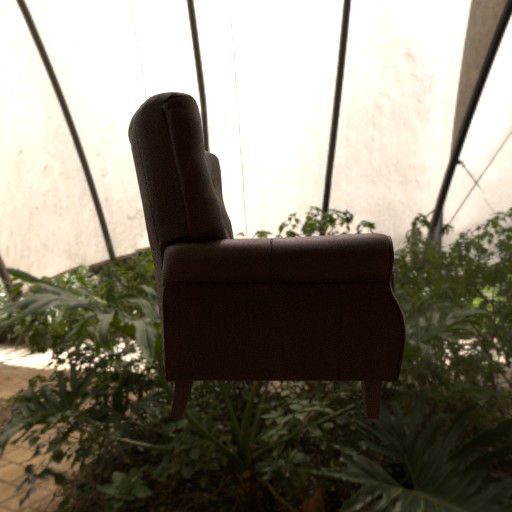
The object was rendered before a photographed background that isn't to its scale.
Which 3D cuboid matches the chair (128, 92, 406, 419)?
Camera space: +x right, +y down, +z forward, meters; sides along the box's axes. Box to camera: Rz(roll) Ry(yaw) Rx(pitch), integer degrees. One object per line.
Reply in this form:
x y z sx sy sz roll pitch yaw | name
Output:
0.000 0.000 1.916 1.058 1.158 0.948 0 -1 0 | chair
